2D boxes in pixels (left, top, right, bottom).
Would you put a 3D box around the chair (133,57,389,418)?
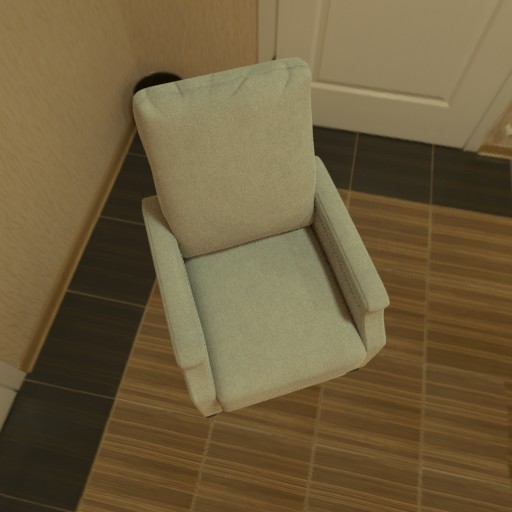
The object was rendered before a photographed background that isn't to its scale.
[{"bbox_3d":[0.000,0.000,1.619,0.710,1.049,0.922,-15,64,-8],"label":"chair"}]
